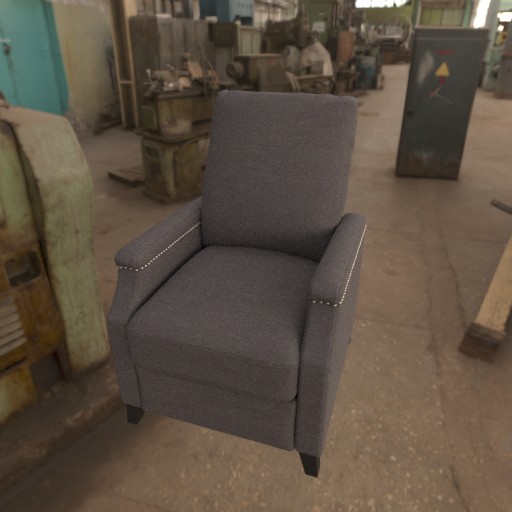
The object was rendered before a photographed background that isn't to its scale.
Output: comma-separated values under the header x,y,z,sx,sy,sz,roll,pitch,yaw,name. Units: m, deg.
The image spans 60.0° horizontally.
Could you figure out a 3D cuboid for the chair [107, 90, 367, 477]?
x,y,z,sx,sy,sz,roll,pitch,yaw,name
0.000,0.000,1.598,0.710,1.049,0.922,9,28,17,chair
